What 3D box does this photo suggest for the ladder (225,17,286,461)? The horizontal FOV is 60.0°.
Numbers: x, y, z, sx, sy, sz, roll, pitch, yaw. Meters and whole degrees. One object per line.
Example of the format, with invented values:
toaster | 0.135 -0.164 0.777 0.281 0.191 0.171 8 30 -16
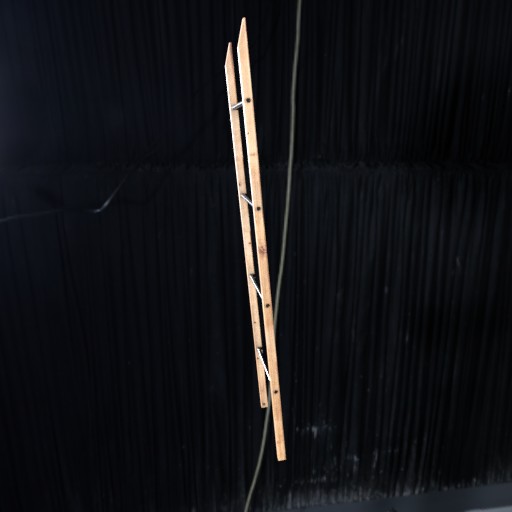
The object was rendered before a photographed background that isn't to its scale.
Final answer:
ladder | 0.000 0.000 1.964 0.200 1.805 0.442 -3 15 -9
